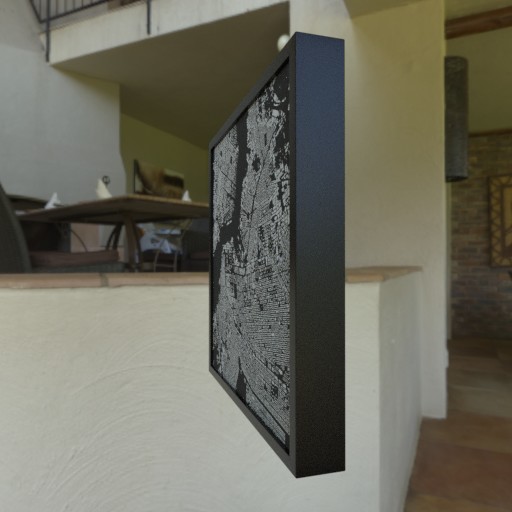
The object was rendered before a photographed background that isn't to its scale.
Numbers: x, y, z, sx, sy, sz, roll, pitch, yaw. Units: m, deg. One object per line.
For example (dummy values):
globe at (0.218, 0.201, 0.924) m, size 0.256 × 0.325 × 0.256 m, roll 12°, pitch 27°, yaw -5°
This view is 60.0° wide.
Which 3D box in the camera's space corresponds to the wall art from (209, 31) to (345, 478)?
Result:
wall art at (0.000, 0.000, 0.444) m, size 0.037 × 0.299 × 0.299 m, roll 0°, pitch -1°, yaw -17°
